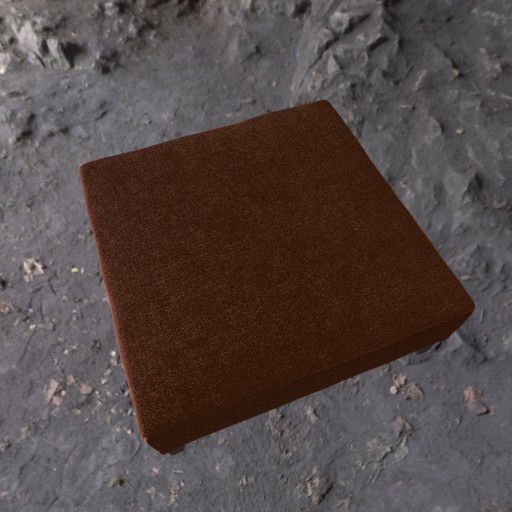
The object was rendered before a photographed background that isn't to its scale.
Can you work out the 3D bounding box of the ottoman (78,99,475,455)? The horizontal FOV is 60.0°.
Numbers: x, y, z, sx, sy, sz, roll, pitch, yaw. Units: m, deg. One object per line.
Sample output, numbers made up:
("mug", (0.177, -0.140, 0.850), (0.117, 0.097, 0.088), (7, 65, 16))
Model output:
("ottoman", (0.000, 0.000, 1.555), (0.997, 0.438, 0.999), (-18, 60, -11))
